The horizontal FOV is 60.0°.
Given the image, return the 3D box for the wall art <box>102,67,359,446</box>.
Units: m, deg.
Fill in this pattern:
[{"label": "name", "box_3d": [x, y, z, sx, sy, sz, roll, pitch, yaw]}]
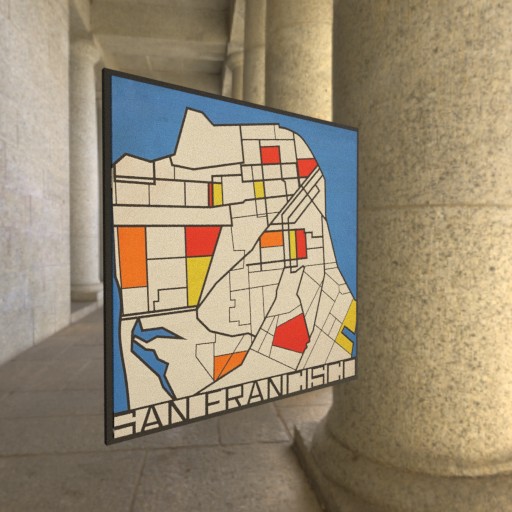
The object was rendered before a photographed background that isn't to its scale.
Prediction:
[{"label": "wall art", "box_3d": [0.000, 0.000, 0.978, 0.664, 0.663, 0.015, -1, 1, -36]}]
